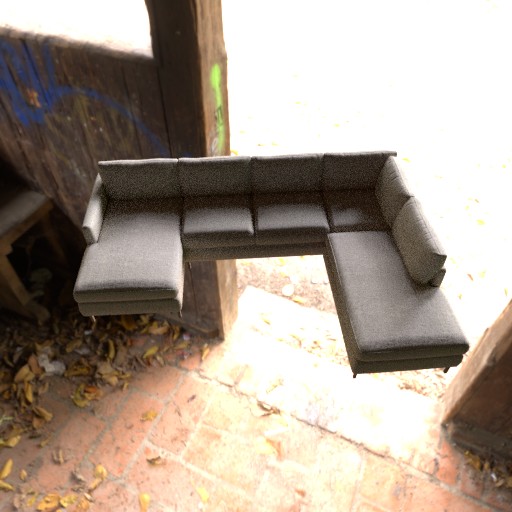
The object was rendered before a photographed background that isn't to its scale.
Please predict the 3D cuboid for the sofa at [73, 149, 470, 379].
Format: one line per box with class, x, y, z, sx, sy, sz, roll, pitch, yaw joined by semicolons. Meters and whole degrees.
sofa;0.000;0.000;3.486;2.737;0.756;1.879;-3;47;-3
